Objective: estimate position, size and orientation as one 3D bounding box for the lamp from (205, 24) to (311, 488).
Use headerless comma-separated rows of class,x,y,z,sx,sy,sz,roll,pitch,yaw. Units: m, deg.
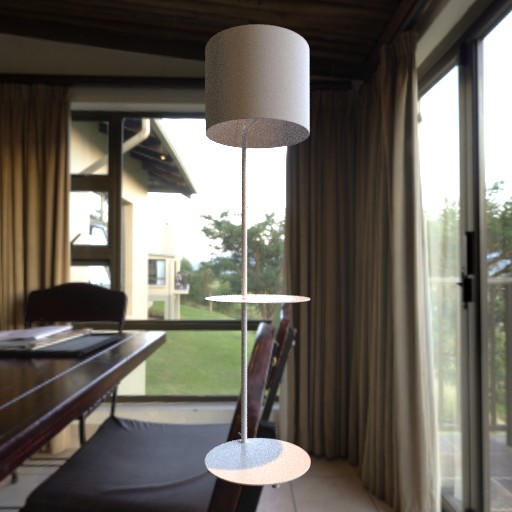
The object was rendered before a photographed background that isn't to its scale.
lamp,0.000,0.000,1.592,0.372,1.465,0.405,0,-1,-19
